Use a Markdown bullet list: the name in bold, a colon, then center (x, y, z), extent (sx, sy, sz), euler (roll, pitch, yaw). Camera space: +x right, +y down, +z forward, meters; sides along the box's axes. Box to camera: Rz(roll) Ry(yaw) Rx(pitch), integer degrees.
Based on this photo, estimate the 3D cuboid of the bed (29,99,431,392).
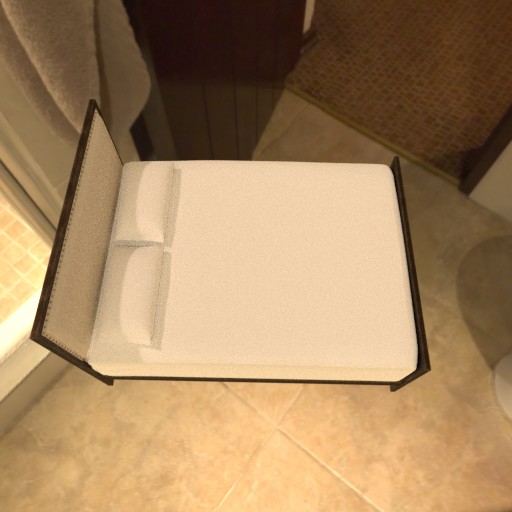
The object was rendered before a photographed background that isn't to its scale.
- **bed**: center (0.000, 0.000, 3.134), extent (2.221, 1.313, 1.607), euler (1, 64, 1)
